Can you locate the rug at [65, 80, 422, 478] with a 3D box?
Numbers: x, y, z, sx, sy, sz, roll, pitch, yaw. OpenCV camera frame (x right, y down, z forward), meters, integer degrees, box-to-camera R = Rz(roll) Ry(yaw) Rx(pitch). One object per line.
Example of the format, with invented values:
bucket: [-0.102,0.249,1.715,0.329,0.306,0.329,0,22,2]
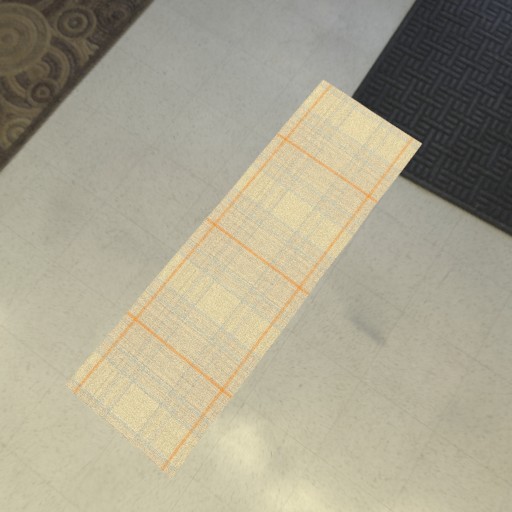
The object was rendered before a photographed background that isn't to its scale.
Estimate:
rug: [0.000,0.000,2.616,0.770,0.016,2.442,37,78,9]
